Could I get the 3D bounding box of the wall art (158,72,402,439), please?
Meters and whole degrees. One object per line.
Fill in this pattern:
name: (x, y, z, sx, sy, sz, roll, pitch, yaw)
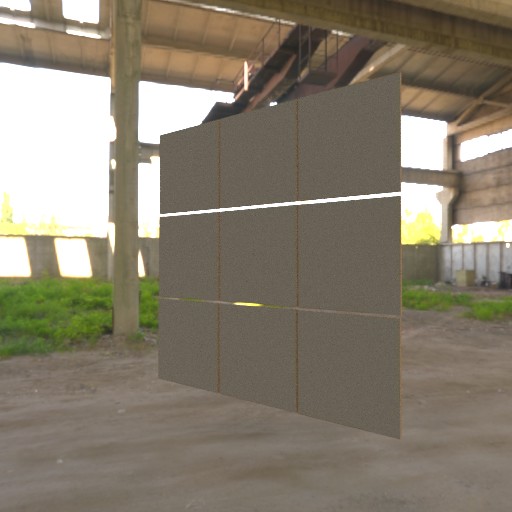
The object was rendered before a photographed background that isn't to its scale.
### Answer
wall art: (0.000, 0.000, 1.391, 0.919, 0.917, 0.010, 0, -1, 38)
